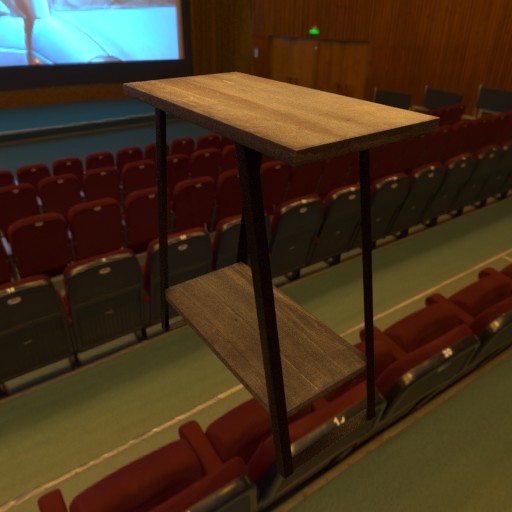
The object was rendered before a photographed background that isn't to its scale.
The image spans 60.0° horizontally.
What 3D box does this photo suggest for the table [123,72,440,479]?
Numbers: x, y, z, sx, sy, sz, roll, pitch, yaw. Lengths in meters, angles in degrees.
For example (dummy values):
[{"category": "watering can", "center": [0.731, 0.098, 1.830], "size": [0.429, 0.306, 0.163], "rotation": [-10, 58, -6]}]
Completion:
[{"category": "table", "center": [0.000, 0.000, 1.023], "size": [0.300, 0.701, 0.599], "rotation": [-20, 36, -30]}]
